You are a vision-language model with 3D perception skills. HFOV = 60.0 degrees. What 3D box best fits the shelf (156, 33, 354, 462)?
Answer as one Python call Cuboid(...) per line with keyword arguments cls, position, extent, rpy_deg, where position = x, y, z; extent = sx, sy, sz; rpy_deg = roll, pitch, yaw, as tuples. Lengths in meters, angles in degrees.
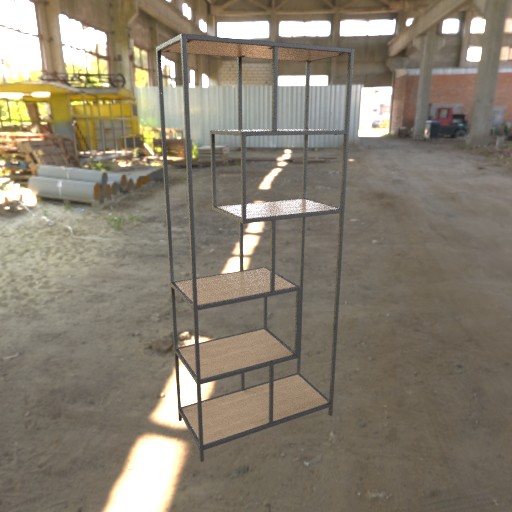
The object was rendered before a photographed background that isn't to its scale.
Cuboid(cls="shelf", position=(0.000, 0.000, 2.155), extent=(0.770, 1.850, 0.350), rpy_deg=(-8, 19, -26))
